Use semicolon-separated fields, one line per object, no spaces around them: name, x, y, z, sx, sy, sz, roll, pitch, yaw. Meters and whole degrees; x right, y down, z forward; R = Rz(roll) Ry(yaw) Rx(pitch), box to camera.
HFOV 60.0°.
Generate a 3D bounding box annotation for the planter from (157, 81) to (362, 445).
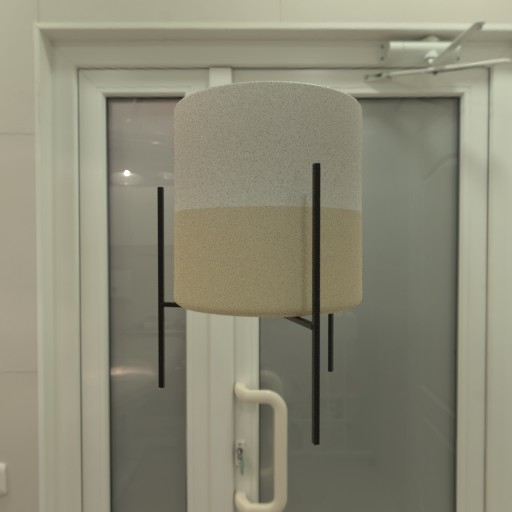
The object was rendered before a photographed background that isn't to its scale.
planter;0.000;0.000;0.558;0.267;0.362;0.263;0;1;1
